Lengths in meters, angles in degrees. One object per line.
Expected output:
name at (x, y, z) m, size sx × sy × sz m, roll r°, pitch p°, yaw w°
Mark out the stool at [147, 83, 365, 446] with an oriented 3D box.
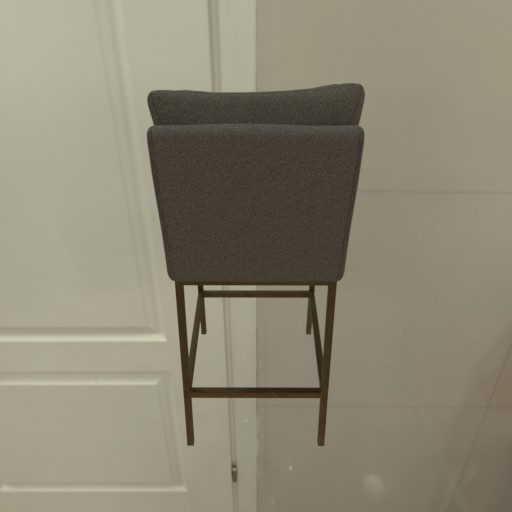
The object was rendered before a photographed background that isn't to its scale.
stool at (0.000, 0.000, 1.320) m, size 0.463 × 1.030 × 0.569 m, roll 0°, pitch 31°, yaw 0°
